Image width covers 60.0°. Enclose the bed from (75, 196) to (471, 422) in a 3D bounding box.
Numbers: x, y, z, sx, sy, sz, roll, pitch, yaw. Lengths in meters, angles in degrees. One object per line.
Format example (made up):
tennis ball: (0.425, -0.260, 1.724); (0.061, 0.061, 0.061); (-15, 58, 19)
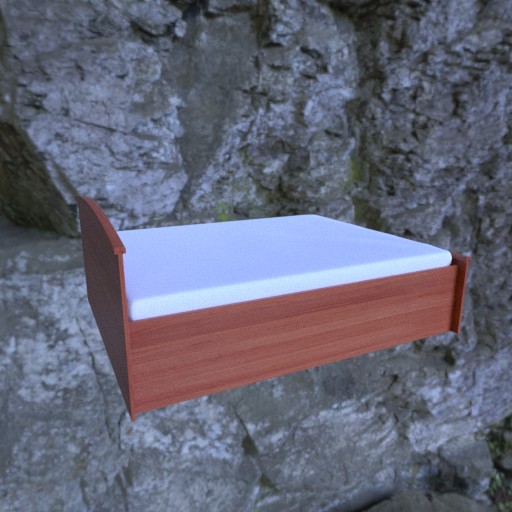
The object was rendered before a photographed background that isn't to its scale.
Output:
bed: (0.000, 0.000, 2.966); (2.053, 0.848, 1.683); (-7, 17, -25)
